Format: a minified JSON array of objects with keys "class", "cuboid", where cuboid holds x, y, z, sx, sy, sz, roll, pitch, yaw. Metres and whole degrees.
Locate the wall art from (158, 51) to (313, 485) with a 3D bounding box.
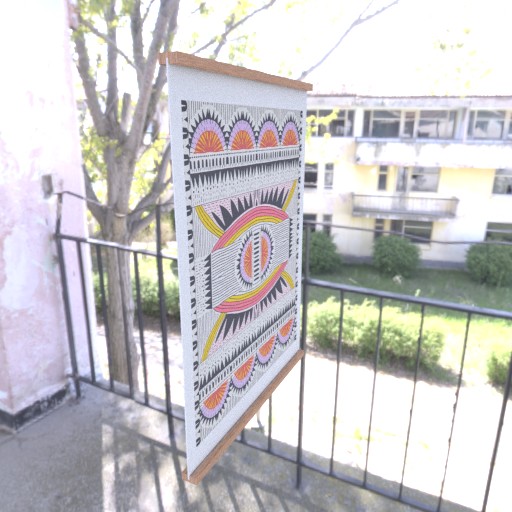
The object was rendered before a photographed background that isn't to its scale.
[{"class":"wall art","cuboid":[0.000,0.000,0.792,0.028,0.609,0.456,8,18,26]}]
